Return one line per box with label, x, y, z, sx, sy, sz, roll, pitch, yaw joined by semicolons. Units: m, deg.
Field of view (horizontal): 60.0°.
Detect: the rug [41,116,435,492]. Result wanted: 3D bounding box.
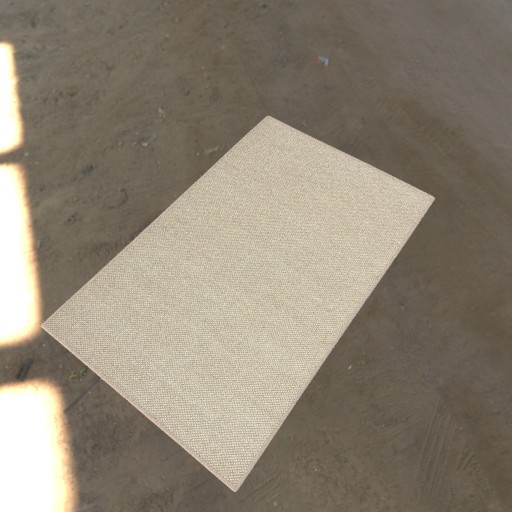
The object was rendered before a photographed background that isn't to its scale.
rug;0.000;0.000;2.094;1.067;0.013;1.676;32;63;19
